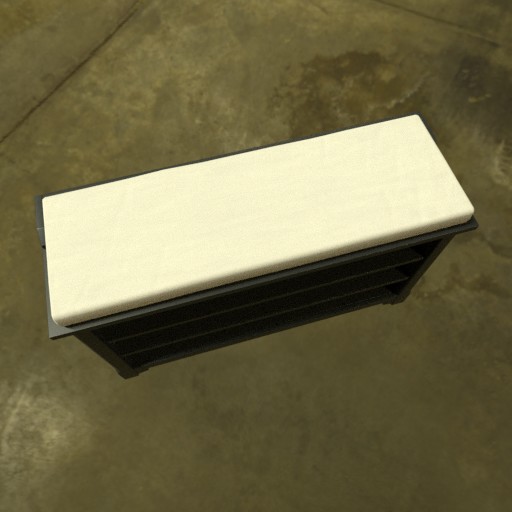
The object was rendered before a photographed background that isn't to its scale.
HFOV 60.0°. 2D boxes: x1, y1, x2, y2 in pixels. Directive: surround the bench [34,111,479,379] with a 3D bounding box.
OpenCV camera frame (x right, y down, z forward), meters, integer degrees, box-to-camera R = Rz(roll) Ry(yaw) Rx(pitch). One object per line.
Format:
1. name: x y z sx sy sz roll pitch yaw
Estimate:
1. bench: 0.000 0.000 1.232 0.973 0.561 0.345 -14 64 -7
